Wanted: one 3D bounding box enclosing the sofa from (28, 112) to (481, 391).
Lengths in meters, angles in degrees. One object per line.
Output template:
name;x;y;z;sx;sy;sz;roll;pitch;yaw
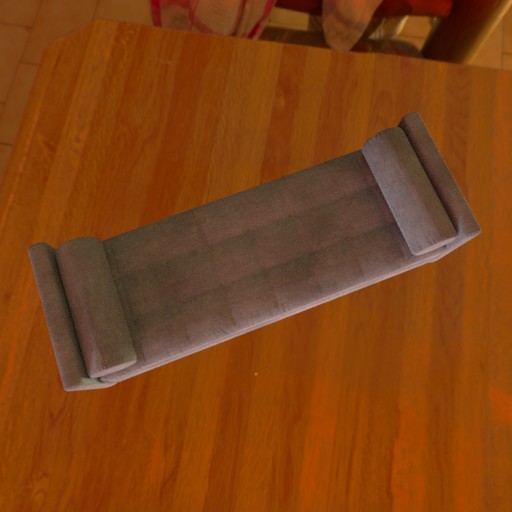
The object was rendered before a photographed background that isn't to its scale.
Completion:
sofa;0.000;0.000;2.315;1.981;0.635;0.686;-20;76;-5
